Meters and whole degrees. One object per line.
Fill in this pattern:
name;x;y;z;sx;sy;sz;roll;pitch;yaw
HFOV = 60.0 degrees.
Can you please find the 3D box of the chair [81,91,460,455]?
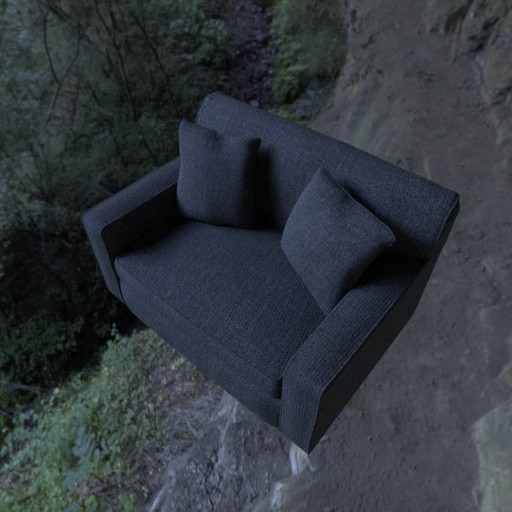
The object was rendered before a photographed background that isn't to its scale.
chair;0.000;0.000;2.114;1.383;0.948;1.000;32;54;26
